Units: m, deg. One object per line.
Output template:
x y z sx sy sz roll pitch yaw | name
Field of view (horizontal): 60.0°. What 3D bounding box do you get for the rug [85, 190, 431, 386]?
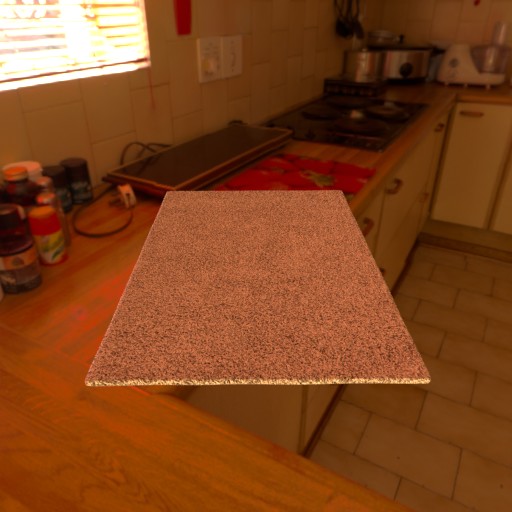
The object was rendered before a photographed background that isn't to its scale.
0.000 0.000 2.320 1.219 0.030 1.778 0 30 -1 | rug
